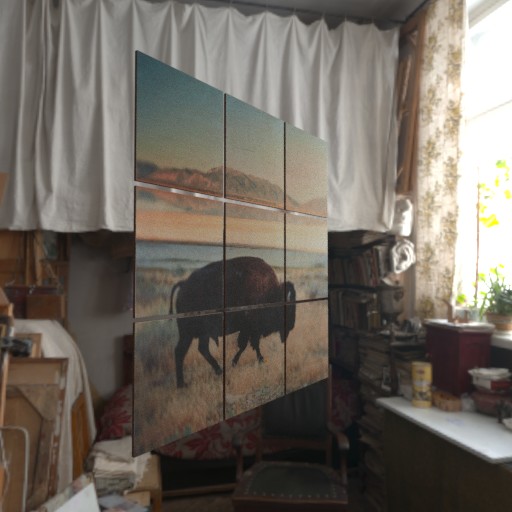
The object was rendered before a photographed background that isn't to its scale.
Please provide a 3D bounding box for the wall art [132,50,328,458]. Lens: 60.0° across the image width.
[{"bbox_3d":[0.000,0.000,2.282,0.019,1.532,1.533,-1,-2,37],"label":"wall art"}]
